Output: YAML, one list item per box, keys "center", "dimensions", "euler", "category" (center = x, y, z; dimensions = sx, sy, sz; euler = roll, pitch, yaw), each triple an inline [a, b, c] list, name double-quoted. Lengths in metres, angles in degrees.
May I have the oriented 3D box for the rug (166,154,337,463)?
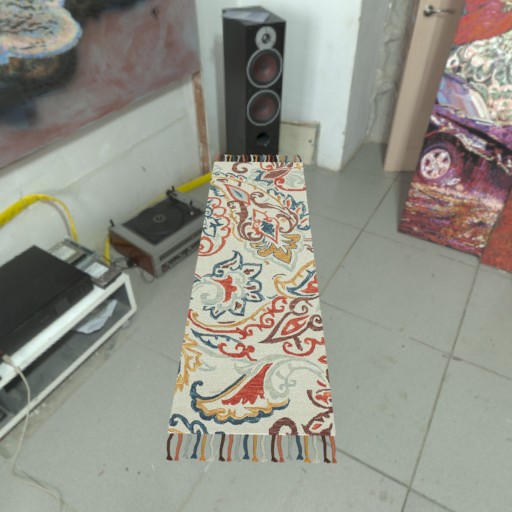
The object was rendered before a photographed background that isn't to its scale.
- center: [0.000, 0.000, 2.919]
  dimensions: [0.763, 0.015, 2.682]
  euler: [1, 42, 1]
  category: "rug"
